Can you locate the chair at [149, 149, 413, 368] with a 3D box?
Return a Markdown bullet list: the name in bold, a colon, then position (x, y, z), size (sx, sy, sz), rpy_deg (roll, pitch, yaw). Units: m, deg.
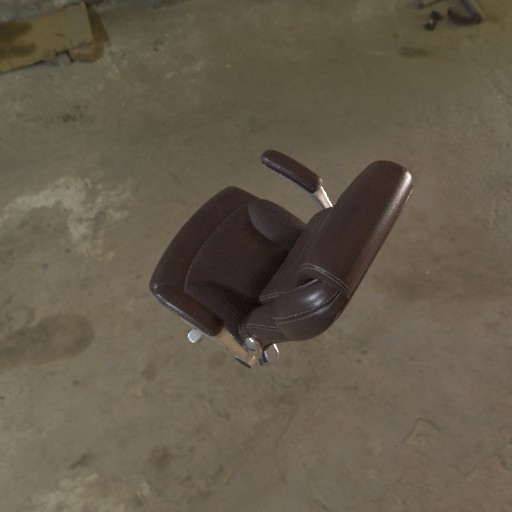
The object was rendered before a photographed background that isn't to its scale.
- **chair**: position (0.000, 0.000, 1.666), size (0.774, 1.160, 0.733), rpy_deg (30, 67, 14)
